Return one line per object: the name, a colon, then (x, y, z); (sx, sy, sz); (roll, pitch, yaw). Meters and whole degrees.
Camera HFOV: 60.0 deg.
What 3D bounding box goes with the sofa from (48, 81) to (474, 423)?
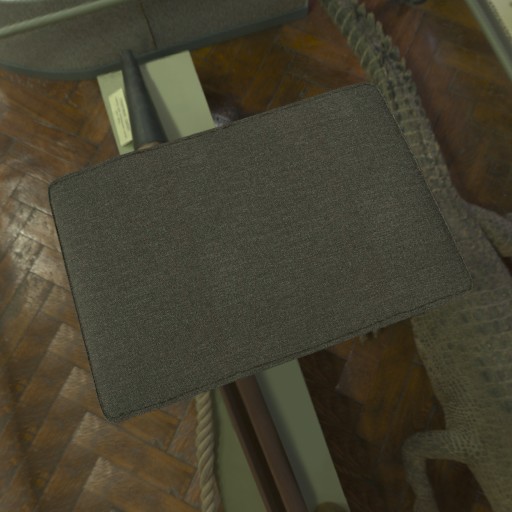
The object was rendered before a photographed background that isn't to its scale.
sofa: (0.000, 0.000, 1.188); (0.854, 0.457, 0.578); (-19, 76, -5)
